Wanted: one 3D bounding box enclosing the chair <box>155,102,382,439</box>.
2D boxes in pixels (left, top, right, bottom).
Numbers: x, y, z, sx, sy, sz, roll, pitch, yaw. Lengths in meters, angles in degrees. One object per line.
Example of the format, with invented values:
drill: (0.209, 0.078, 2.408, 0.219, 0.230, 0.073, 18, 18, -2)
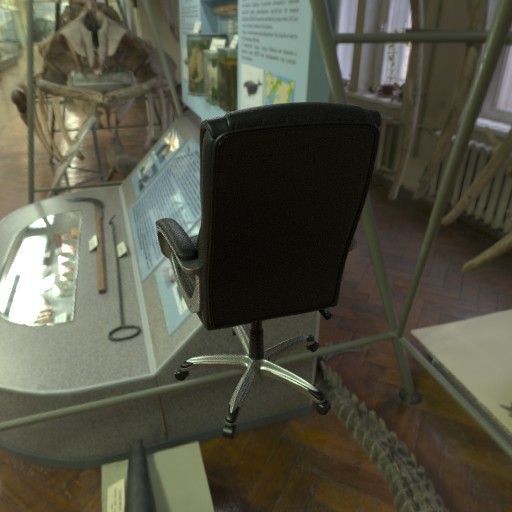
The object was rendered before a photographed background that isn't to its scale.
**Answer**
chair: (0.000, 0.000, 1.620, 0.663, 1.155, 0.739, -8, 28, -16)
